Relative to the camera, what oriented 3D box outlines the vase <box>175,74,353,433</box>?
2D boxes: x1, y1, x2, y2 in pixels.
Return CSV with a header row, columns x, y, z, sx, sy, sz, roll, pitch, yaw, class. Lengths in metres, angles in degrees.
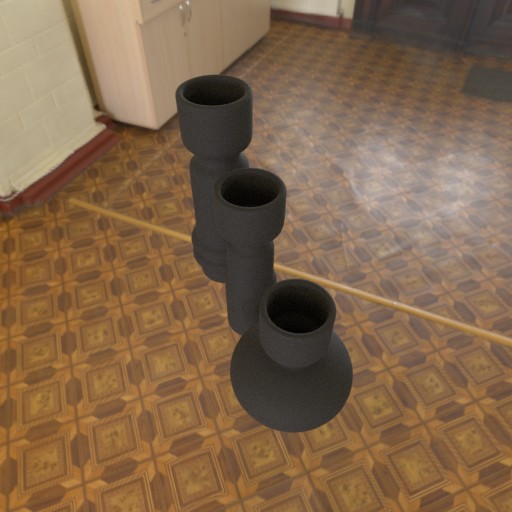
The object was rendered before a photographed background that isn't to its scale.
x,y,z,sx,sy,sz,roll,pitch,yaw,class
0.000,0.000,0.446,0.120,0.249,0.307,-16,48,-15,vase
